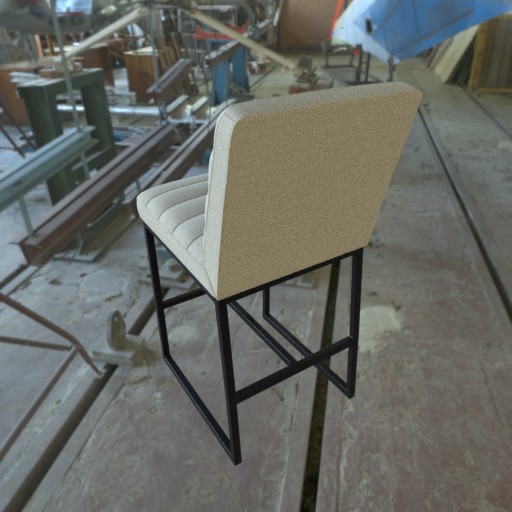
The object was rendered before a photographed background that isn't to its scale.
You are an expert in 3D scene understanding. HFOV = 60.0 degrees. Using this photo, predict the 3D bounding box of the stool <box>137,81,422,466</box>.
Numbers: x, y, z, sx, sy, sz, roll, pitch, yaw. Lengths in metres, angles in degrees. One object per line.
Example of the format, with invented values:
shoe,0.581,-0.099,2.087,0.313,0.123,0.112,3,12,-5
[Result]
stool,0.000,0.000,1.220,0.460,0.940,0.560,-18,35,-28
